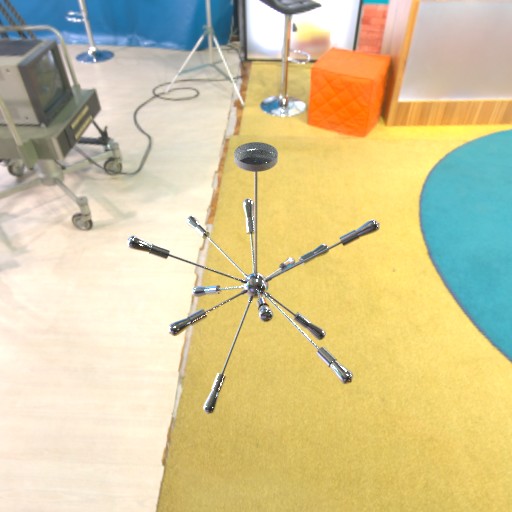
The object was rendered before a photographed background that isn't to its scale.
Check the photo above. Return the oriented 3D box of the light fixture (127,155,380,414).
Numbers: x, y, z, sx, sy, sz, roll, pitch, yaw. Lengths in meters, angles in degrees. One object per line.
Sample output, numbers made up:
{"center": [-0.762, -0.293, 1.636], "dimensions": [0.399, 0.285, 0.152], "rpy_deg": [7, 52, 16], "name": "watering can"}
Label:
{"center": [0.000, 0.000, 1.066], "dimensions": [0.509, 0.558, 0.684], "rpy_deg": [-27, 49, -25], "name": "light fixture"}
